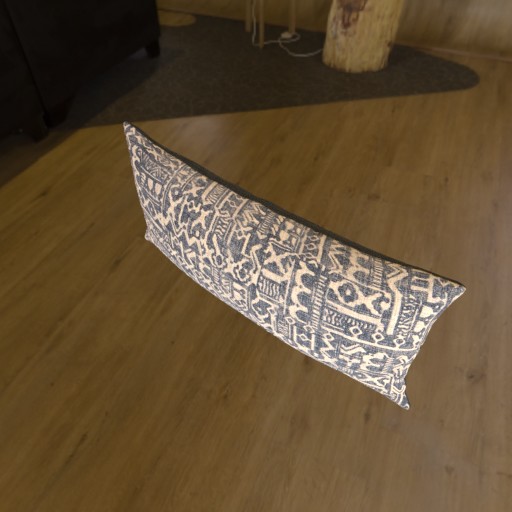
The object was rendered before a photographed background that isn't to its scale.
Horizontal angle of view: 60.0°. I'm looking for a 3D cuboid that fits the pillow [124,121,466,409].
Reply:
[{"bbox_3d":[0.000,0.000,0.742,0.631,0.292,0.148,30,53,26],"label":"pillow"}]
